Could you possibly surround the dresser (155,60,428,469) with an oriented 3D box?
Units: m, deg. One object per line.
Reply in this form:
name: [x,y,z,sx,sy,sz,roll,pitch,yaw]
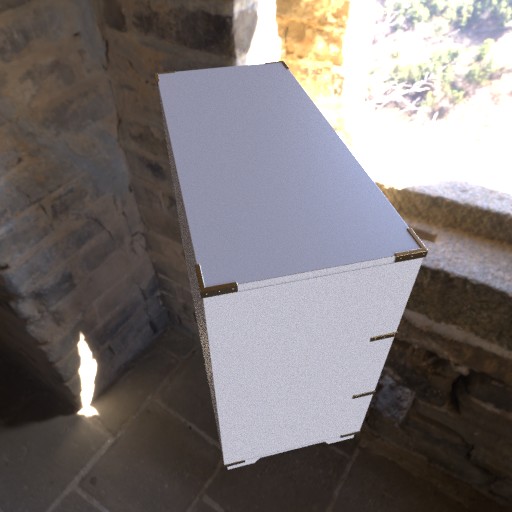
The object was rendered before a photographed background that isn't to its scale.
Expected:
dresser: [0.000,0.000,1.511,0.460,0.891,1.022,-10,45,-10]
